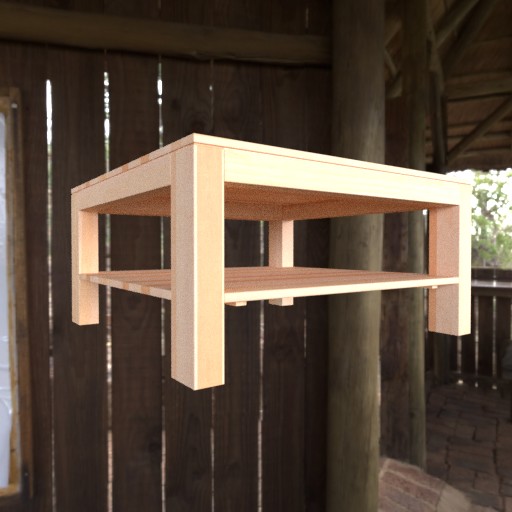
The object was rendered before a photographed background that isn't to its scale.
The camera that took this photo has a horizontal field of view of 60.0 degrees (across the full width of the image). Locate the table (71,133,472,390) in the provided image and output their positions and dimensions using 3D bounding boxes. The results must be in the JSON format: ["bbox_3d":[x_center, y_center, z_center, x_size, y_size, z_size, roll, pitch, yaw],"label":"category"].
[{"bbox_3d":[0.000,0.000,1.400,0.900,0.450,0.900,-1,1,-35],"label":"table"}]
